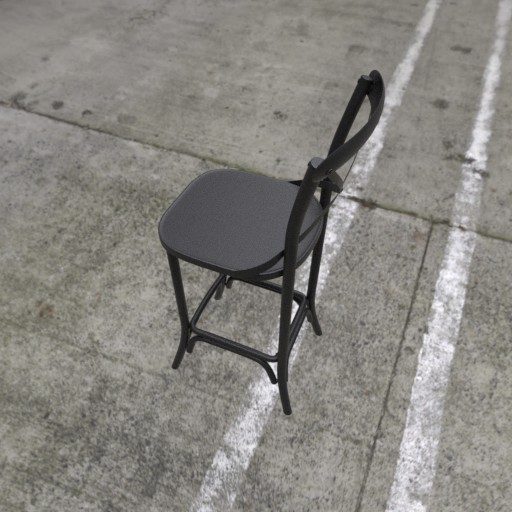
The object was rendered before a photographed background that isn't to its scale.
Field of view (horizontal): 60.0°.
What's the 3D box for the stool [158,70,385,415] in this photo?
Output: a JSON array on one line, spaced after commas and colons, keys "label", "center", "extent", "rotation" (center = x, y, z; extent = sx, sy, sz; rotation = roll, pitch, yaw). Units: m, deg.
[{"label": "stool", "center": [0.000, 0.000, 1.445], "extent": [0.584, 1.168, 0.457], "rotation": [17, 49, 16]}]
